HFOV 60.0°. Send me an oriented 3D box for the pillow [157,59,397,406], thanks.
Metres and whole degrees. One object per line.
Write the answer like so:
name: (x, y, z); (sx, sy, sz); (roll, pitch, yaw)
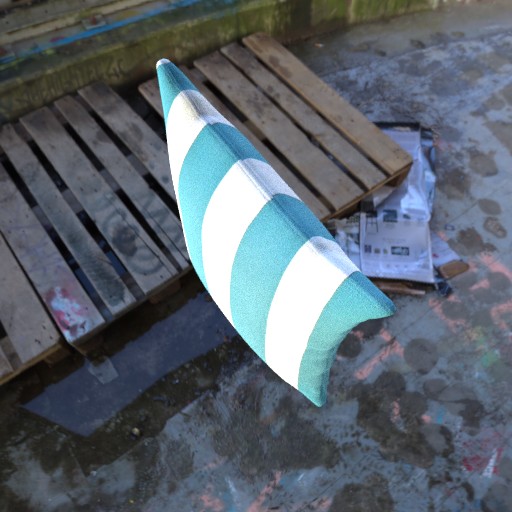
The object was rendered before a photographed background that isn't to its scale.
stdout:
pillow: (0.000, 0.000, 0.813); (0.189, 0.526, 0.536); (-32, 65, -17)
